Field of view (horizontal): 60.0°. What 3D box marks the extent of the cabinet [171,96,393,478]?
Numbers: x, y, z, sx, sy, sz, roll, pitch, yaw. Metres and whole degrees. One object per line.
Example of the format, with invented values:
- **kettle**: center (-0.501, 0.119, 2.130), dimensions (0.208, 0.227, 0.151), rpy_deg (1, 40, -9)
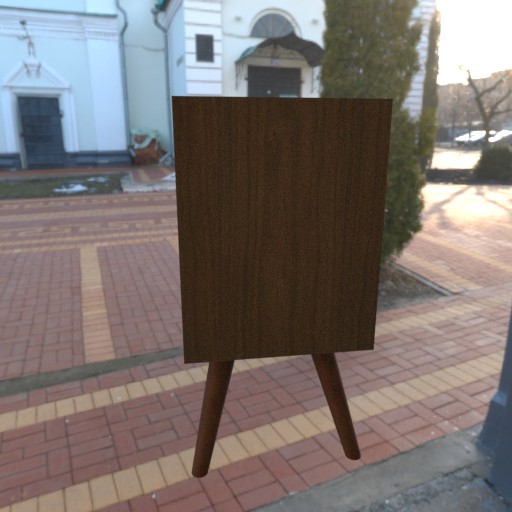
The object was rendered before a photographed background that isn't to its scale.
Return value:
- **cabinet**: center (0.000, 0.000, 1.187), dimensions (0.388, 0.748, 0.712), rpy_deg (-2, 15, -8)
